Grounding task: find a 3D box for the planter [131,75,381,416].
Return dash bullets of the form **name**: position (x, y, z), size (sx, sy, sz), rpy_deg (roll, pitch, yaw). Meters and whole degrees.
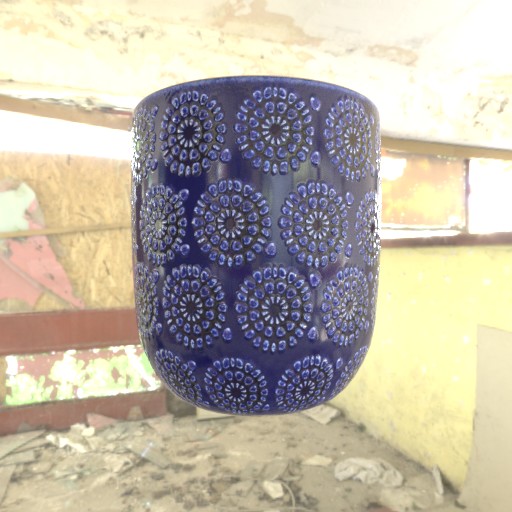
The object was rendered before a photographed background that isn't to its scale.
- **planter**: position (0.000, 0.000, 0.339), size (0.184, 0.206, 0.184), rpy_deg (0, 0, 0)
